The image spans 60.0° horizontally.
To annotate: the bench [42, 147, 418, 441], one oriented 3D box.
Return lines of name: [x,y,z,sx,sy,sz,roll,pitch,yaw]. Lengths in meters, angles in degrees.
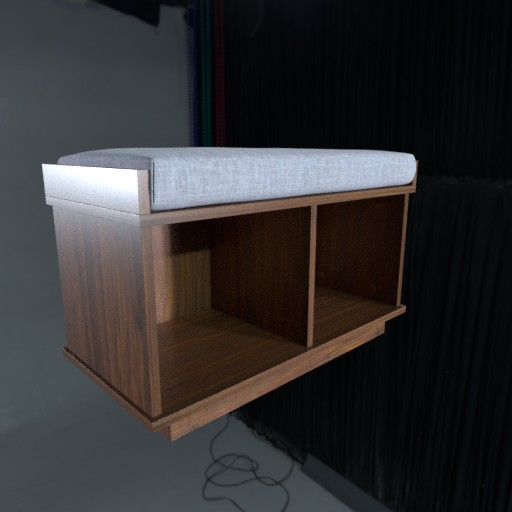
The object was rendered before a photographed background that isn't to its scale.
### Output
bench: [0.000,0.000,0.973,0.734,0.461,0.362,-12,18,-42]
